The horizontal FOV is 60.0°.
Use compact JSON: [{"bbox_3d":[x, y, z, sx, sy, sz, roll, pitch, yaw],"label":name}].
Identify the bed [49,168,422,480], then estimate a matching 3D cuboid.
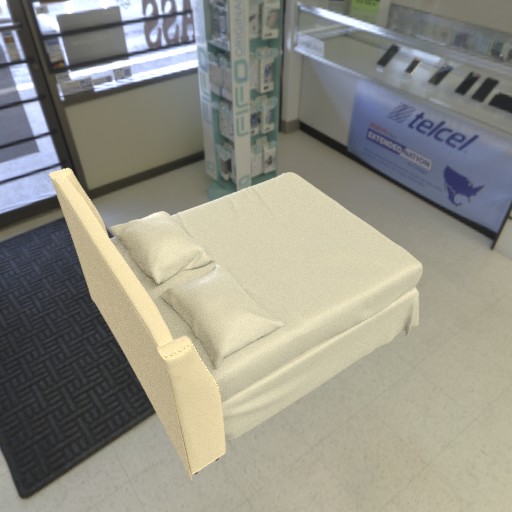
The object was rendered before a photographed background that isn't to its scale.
[{"bbox_3d":[0.000,0.000,3.426,2.276,1.332,1.925,-24,47,-25],"label":"bed"}]
